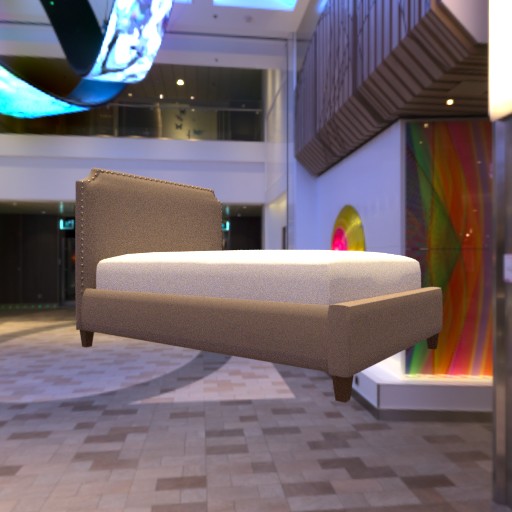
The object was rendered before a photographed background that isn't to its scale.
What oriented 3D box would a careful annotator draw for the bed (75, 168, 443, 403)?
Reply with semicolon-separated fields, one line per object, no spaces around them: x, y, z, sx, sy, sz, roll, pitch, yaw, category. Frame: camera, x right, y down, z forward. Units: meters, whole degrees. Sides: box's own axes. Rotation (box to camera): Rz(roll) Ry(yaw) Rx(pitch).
0.000;0.000;3.492;2.372;1.443;1.713;0;0;37;bed
